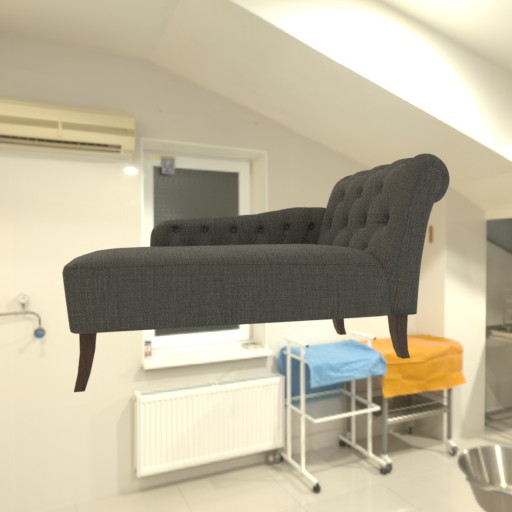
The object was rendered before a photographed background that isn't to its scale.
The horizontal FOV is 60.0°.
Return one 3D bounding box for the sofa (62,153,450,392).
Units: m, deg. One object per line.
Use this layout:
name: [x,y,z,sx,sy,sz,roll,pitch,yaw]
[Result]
sofa: [0.000,0.000,1.785,1.379,0.787,0.675,0,1,-18]
